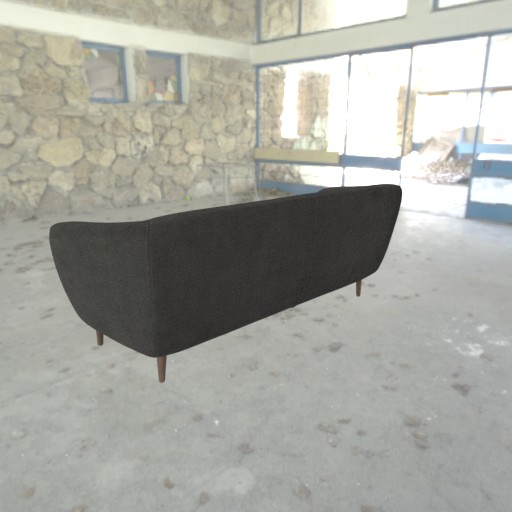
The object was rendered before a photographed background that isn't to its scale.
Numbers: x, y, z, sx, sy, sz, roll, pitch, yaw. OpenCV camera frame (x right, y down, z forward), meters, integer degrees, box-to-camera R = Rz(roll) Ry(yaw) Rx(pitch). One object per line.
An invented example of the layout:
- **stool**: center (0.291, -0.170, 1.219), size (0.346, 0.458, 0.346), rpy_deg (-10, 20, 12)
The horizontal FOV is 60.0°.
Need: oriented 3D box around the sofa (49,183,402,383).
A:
- **sofa**: center (0.000, 0.000, 2.844), size (2.296, 0.875, 0.956), rpy_deg (-14, 21, -42)
